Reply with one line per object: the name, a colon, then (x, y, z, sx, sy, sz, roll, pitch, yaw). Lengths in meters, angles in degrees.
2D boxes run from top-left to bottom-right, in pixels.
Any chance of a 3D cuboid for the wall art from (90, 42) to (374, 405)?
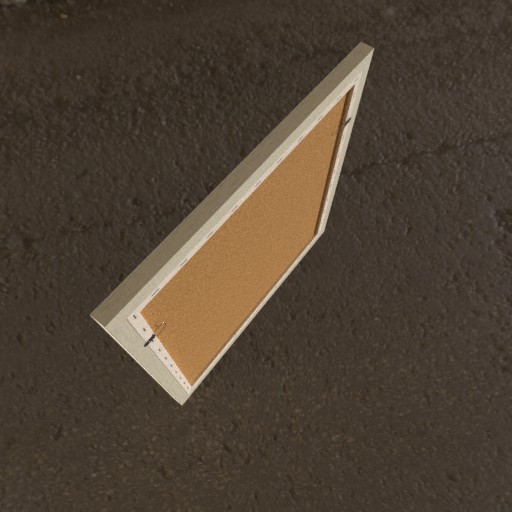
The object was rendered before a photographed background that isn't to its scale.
wall art: (0.000, 0.000, 1.506, 0.045, 1.016, 1.016, 35, 68, 16)
